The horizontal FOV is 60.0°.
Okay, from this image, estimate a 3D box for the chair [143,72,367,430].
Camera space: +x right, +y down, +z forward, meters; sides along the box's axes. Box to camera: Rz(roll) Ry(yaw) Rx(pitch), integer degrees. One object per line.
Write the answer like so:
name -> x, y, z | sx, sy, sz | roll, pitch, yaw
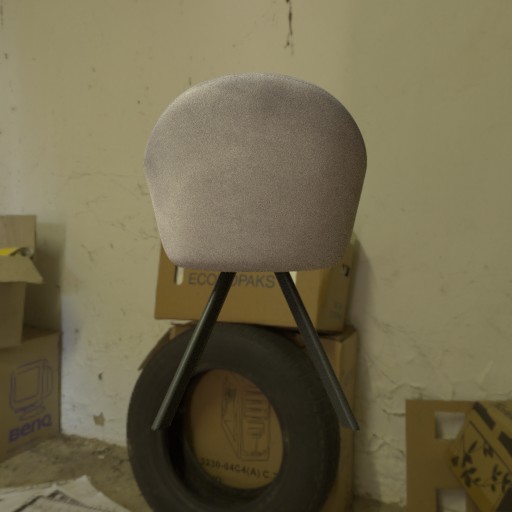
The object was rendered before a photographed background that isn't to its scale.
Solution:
chair -> 0.000, 0.000, 1.175 | 0.570, 0.780, 0.540 | 0, 2, 0
